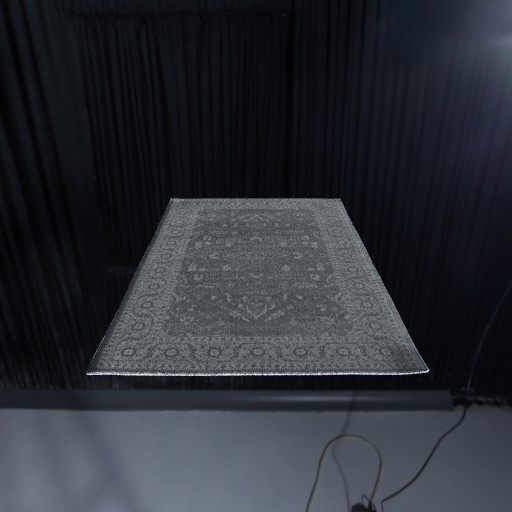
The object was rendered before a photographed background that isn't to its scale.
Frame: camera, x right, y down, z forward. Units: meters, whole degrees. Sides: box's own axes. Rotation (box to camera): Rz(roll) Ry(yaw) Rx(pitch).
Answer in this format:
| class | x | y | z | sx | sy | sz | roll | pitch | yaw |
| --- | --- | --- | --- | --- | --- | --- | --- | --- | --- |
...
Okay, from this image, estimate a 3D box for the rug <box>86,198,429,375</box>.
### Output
| class | x | y | z | sx | sy | sz | roll | pitch | yaw |
| --- | --- | --- | --- | --- | --- | --- | --- | --- | --- |
| rug | 0.000 | 0.000 | 2.367 | 1.209 | 0.019 | 1.828 | 0 | 27 | 0 |
